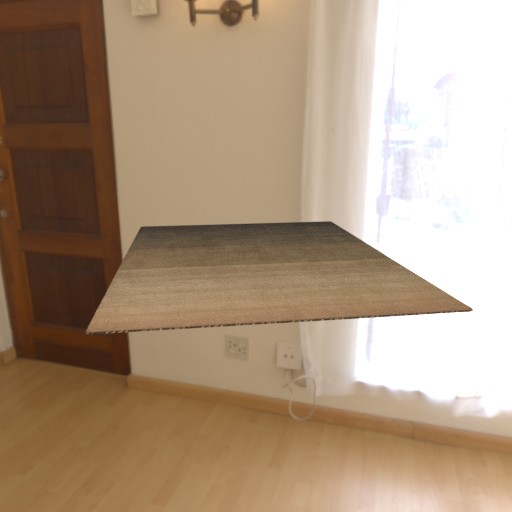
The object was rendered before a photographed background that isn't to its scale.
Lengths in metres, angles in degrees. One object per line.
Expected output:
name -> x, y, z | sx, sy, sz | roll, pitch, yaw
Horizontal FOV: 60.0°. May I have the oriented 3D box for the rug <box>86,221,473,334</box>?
rug -> 0.000, 0.000, 3.946 | 2.306, 0.017, 2.902 | -2, 15, -8
